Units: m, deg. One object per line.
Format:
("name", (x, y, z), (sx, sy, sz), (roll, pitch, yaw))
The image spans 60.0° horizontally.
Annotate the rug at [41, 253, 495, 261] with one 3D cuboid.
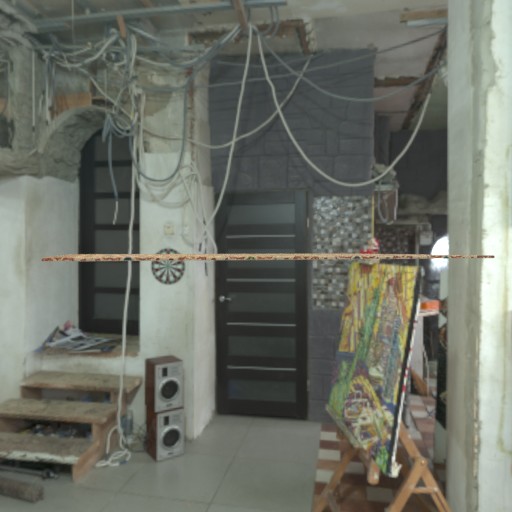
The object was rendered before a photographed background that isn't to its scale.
("rug", (0.000, 0.000, 2.259), (1.838, 0.013, 1.226), (0, 1, -19))
